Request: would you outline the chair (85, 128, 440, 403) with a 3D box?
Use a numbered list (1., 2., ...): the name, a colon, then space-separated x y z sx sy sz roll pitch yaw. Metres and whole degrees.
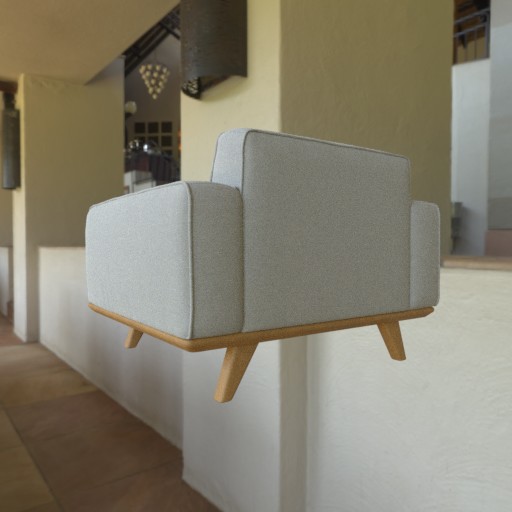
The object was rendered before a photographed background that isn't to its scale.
1. chair: 0.000 0.000 1.769 1.115 0.779 0.953 -1 2 -35
